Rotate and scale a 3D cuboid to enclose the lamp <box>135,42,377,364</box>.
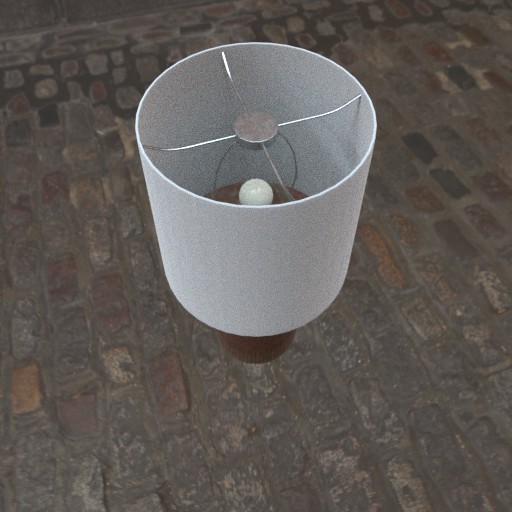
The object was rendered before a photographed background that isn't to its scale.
[{"bbox_3d":[0.000,0.000,0.460,0.186,0.369,0.186,0,58,0],"label":"lamp"}]
